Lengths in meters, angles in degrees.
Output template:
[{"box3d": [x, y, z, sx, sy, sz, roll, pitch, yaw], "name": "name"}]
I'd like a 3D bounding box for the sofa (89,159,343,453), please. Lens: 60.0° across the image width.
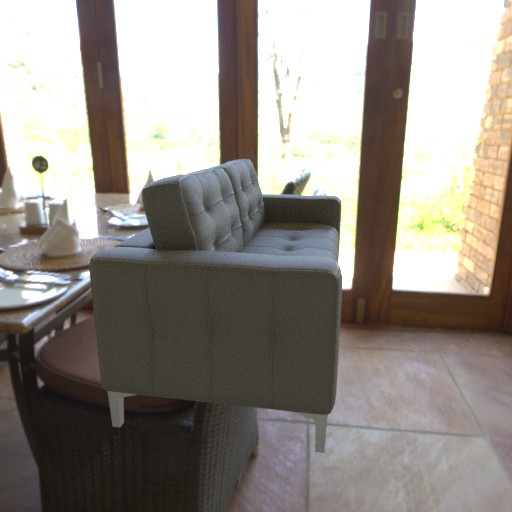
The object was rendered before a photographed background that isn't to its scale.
[{"box3d": [0.000, 0.000, 2.221, 0.833, 0.893, 1.726, 3, 16, 10], "name": "sofa"}]
